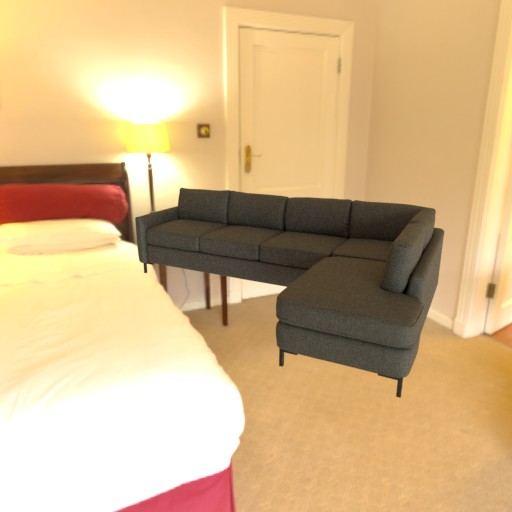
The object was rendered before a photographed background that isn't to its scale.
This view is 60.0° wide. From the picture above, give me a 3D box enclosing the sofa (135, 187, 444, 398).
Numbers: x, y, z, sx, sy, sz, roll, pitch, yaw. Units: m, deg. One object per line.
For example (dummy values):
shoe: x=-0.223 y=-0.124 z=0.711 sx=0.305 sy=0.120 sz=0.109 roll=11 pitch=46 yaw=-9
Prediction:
sofa: x=0.000 y=0.000 z=3.918 sx=2.972 sy=0.858 sz=1.984 roll=8 pitch=19 yaw=26
